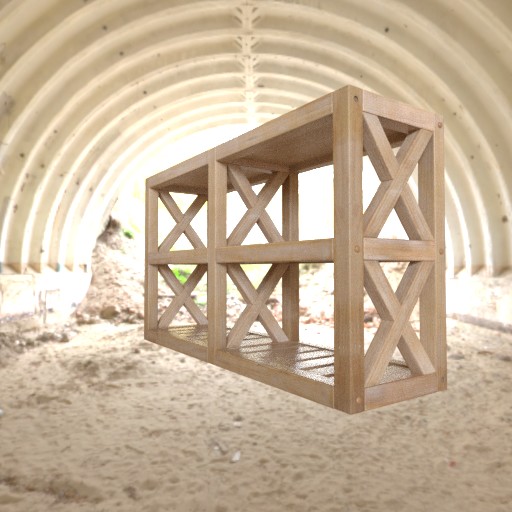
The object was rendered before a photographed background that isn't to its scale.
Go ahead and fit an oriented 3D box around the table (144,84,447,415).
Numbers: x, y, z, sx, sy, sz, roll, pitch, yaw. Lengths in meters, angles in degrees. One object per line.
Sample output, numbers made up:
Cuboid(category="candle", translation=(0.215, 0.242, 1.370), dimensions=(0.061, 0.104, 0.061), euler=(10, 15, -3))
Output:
Cuboid(category="table", translation=(0.000, 0.000, 1.662), dimensions=(0.381, 0.762, 1.320), euler=(1, -2, -35))
